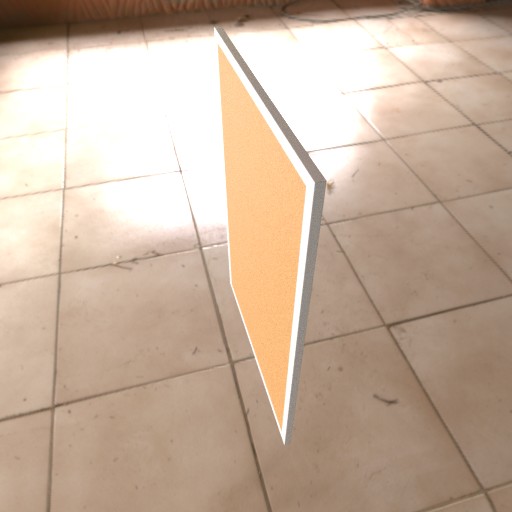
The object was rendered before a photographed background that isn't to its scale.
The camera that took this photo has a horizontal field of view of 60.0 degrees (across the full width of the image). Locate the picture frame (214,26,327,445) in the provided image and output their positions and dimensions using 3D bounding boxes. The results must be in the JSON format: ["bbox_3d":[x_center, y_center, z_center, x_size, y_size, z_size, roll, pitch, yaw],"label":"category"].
[{"bbox_3d":[0.000,0.000,0.828,0.013,0.657,0.457,-12,47,-11],"label":"picture frame"}]
